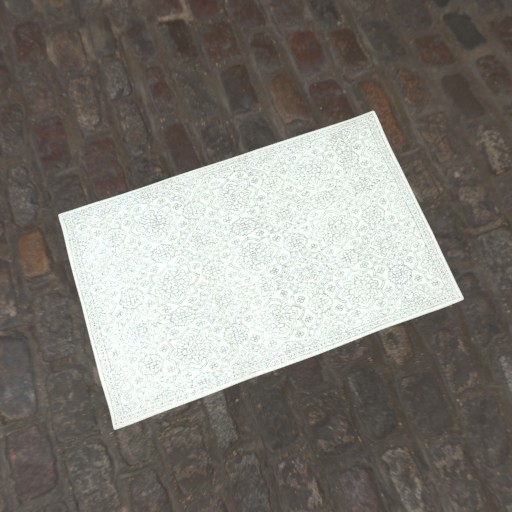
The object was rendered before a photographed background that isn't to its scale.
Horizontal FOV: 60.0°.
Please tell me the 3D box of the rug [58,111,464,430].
[{"bbox_3d":[0.000,0.000,3.046,2.434,0.023,1.518,-19,76,-5],"label":"rug"}]
